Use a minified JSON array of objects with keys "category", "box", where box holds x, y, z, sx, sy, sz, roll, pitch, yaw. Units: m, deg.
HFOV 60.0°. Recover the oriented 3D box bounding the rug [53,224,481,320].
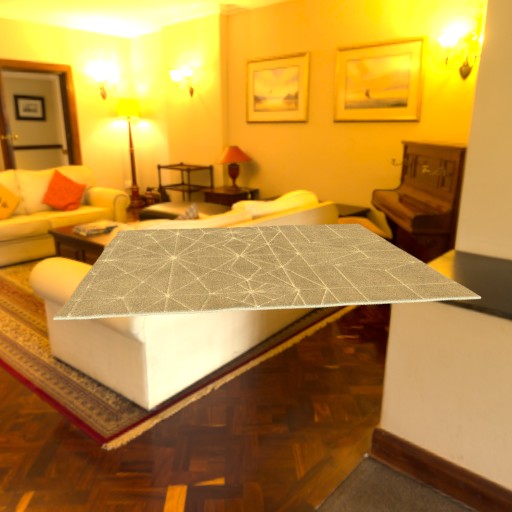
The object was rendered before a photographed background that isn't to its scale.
[{"category":"rug","box":[0.000,0.000,0.911,0.639,0.006,0.548,-2,16,-7]}]
